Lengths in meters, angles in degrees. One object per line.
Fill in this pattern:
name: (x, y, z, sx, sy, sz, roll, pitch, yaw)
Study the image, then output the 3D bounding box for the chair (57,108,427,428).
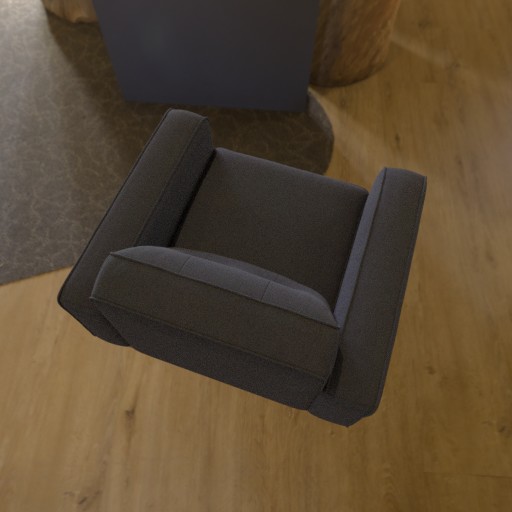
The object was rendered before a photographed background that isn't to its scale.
chair: (0.000, 0.000, 1.739, 1.118, 0.783, 0.953, 17, 64, 9)
